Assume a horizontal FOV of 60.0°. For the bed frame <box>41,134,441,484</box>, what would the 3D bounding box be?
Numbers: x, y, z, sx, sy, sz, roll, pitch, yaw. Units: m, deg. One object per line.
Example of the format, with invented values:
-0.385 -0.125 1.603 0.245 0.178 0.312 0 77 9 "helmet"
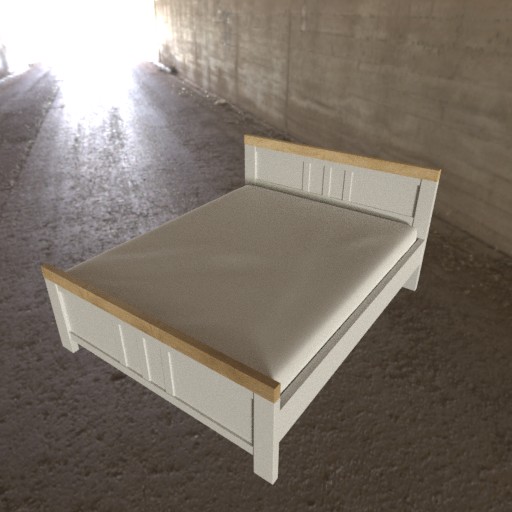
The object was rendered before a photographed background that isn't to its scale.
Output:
0.000 0.000 2.984 1.670 0.980 2.050 19 35 31 "bed frame"
